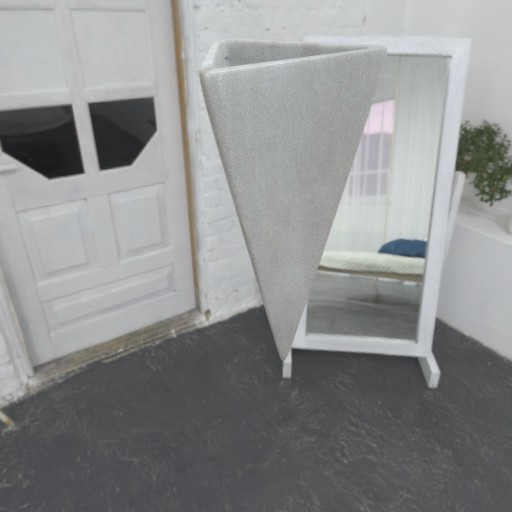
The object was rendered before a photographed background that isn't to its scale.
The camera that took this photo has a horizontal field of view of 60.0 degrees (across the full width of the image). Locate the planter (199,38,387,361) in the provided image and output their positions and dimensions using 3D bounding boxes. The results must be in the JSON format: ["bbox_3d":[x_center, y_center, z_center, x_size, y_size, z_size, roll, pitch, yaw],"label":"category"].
[{"bbox_3d":[0.000,0.000,0.151,0.058,0.130,0.047,18,34,28],"label":"planter"}]
